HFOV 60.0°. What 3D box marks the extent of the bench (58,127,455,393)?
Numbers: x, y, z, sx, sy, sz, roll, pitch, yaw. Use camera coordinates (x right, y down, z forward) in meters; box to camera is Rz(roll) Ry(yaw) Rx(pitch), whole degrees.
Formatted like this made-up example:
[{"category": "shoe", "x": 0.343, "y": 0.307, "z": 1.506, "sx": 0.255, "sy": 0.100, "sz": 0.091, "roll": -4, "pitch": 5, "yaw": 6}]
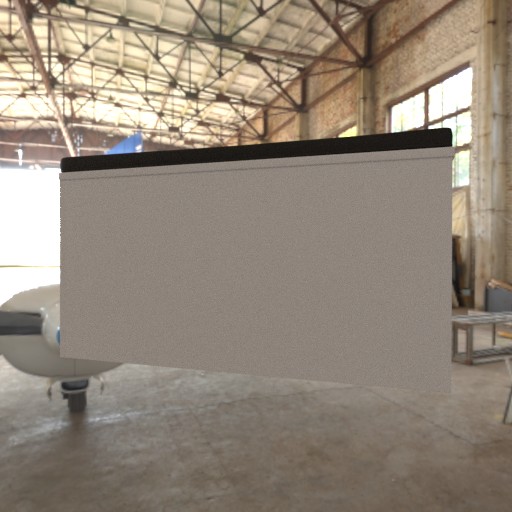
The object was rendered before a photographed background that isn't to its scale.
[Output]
[{"category": "bench", "x": 0.000, "y": 0.000, "z": 1.145, "sx": 0.899, "sy": 0.500, "sz": 0.401, "roll": 0, "pitch": 1, "yaw": 18}]
